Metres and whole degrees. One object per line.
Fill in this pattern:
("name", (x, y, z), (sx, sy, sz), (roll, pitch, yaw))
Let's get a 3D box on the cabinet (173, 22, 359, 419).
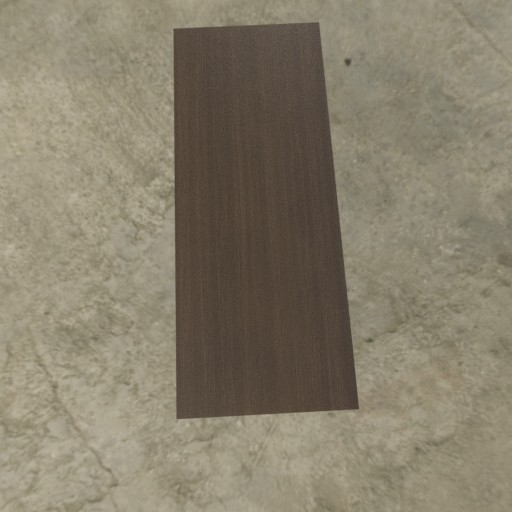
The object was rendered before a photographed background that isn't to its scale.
("cabinet", (0.000, 0.000, 1.658), (0.400, 1.170, 1.010), (-3, 76, -1))
